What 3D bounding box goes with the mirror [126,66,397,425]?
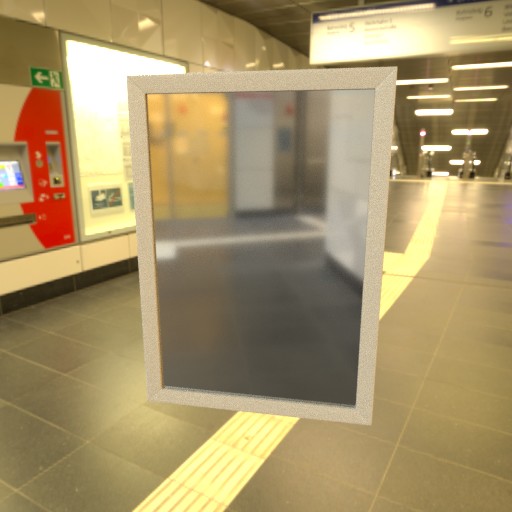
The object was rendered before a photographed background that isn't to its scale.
[{"bbox_3d":[0.000,0.000,0.919,0.507,0.710,0.040,3,14,10],"label":"mirror"}]
